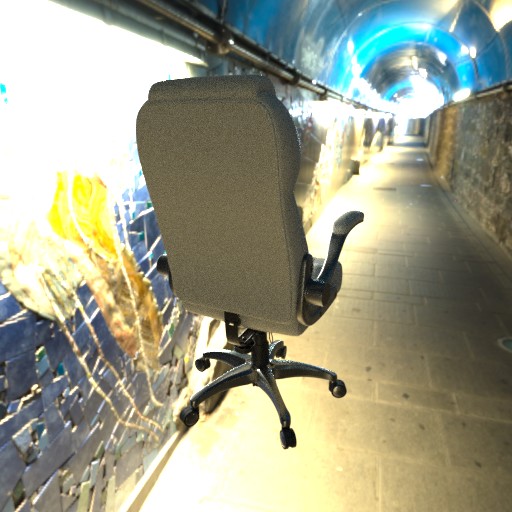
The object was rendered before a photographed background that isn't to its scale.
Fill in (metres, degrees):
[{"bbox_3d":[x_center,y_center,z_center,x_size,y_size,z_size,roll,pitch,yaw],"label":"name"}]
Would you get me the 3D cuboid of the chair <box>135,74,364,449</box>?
[{"bbox_3d":[0.000,0.000,1.839,0.755,1.330,0.806,9,19,27],"label":"chair"}]
